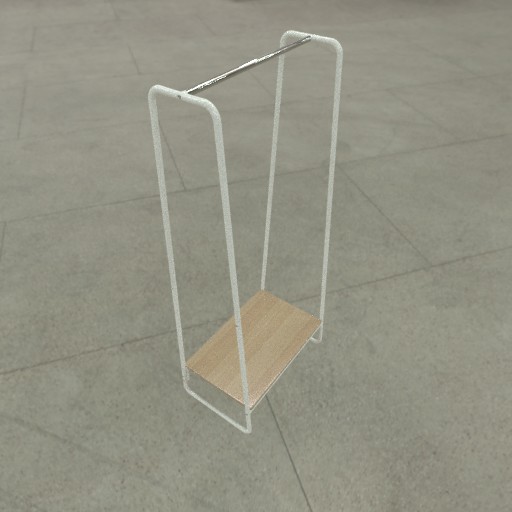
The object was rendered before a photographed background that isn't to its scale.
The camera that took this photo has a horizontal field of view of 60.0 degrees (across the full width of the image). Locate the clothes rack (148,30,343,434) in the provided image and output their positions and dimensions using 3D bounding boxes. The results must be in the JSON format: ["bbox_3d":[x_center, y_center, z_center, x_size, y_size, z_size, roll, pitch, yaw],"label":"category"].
[{"bbox_3d":[0.000,0.000,1.764,0.400,1.500,0.640,26,47,26],"label":"clothes rack"}]
